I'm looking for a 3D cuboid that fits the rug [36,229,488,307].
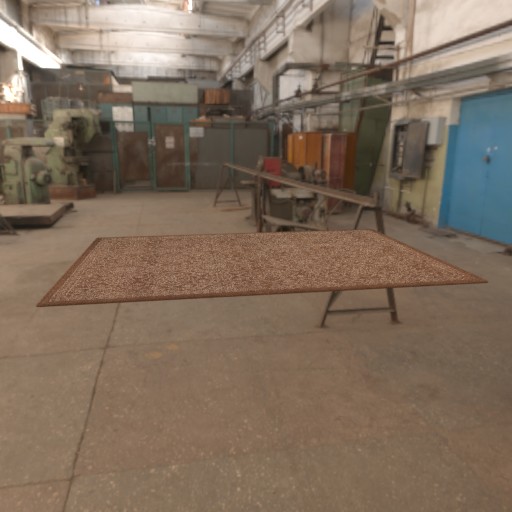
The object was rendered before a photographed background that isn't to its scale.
[{"bbox_3d":[0.000,0.000,2.340,1.829,0.010,1.219,-2,14,-9],"label":"rug"}]
